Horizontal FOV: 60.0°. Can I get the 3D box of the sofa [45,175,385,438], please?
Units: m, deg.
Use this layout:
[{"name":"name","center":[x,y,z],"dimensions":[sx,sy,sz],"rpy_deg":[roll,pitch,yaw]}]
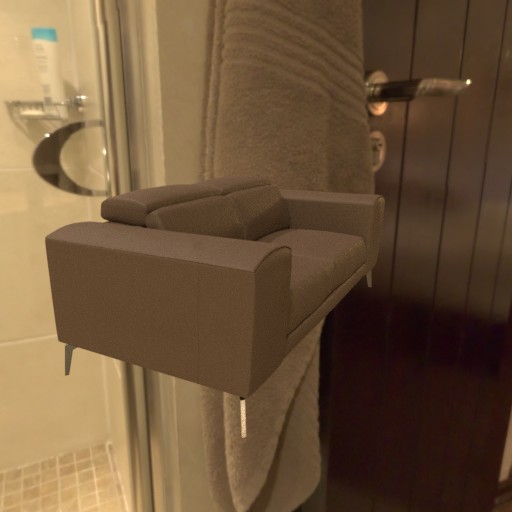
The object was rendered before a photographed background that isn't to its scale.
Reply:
[{"name":"sofa","center":[0.000,0.000,2.444],"dimensions":[1.003,0.779,1.895],"rpy_deg":[8,17,27]}]
